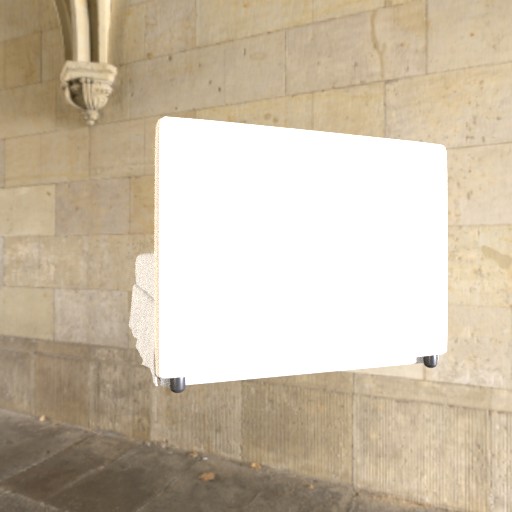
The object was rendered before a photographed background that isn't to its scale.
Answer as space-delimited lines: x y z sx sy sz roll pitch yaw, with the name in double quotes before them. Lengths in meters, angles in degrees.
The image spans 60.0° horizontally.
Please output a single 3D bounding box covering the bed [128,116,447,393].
"bed" 0.000 0.000 3.336 1.748 1.330 2.142 0 0 -19
